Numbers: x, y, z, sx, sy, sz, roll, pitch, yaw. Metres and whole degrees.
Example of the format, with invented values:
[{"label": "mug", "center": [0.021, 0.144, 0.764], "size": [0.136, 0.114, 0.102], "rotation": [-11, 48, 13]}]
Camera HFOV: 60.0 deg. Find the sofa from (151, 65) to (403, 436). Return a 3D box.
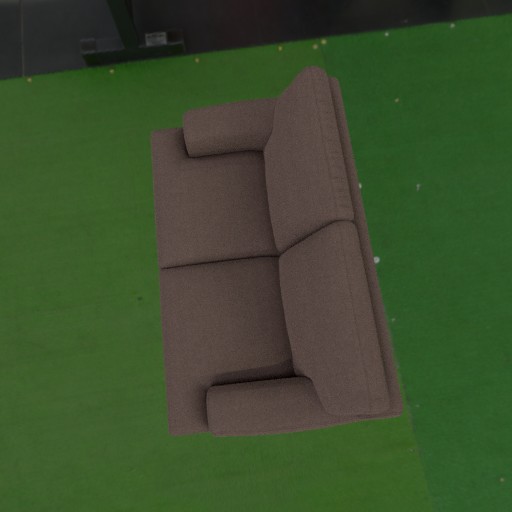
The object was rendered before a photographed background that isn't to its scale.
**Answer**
[{"label": "sofa", "center": [0.000, 0.000, 2.493], "size": [1.140, 0.950, 1.869], "rotation": [-7, 74, -2]}]
